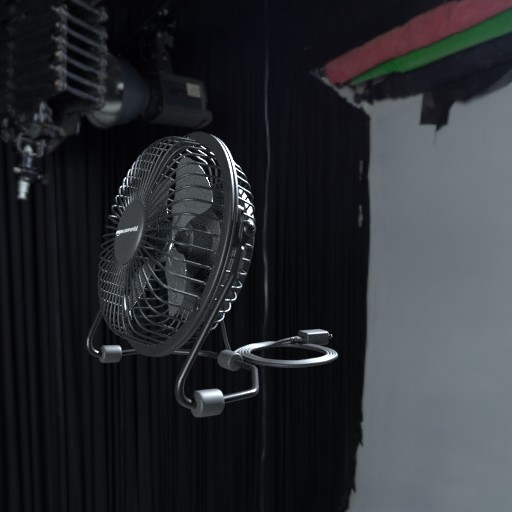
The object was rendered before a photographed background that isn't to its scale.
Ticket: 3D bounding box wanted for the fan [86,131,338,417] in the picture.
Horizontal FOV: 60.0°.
[{"bbox_3d":[0.000,0.000,0.311,0.202,0.152,0.153,0,0,-37],"label":"fan"}]
